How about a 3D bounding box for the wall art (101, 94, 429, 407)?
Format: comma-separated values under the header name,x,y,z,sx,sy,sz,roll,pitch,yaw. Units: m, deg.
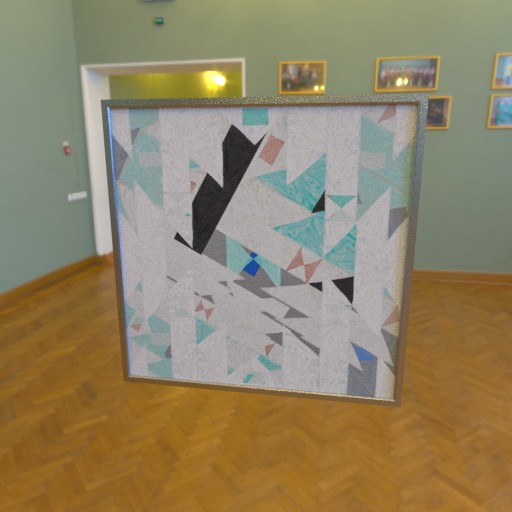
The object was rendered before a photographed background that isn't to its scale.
name,x,y,z,sx,sy,sz,roll,pitch,yaw
wall art,0.000,0.000,1.193,0.806,0.806,0.038,2,14,9
